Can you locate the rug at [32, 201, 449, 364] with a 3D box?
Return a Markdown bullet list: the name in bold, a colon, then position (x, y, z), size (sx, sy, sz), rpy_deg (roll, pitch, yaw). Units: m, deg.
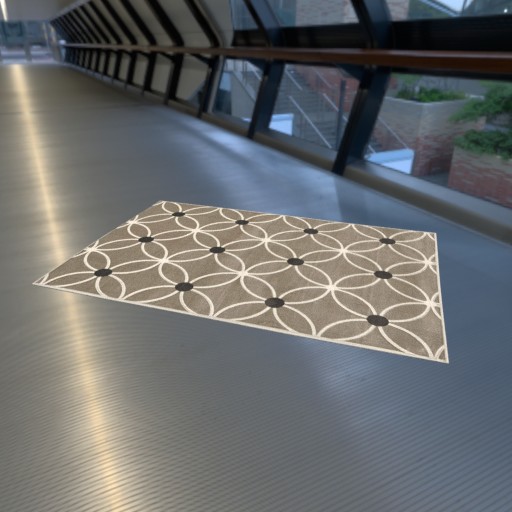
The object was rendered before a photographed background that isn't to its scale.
- **rug**: position (0.000, 0.000, 2.919), size (2.284, 0.008, 1.522), rpy_deg (8, 28, 16)
